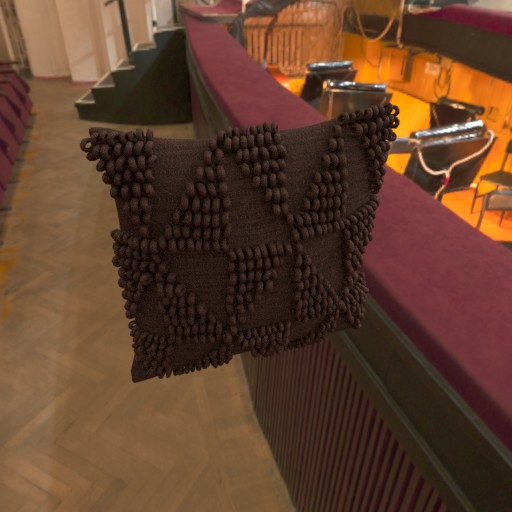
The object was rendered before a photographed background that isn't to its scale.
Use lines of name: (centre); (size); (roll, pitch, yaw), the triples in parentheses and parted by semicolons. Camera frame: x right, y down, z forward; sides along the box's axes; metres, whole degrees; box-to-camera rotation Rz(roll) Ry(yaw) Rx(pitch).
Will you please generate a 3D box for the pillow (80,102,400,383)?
pillow: (0.000, 0.000, 0.740); (0.470, 0.467, 0.172); (-11, 34, -16)
